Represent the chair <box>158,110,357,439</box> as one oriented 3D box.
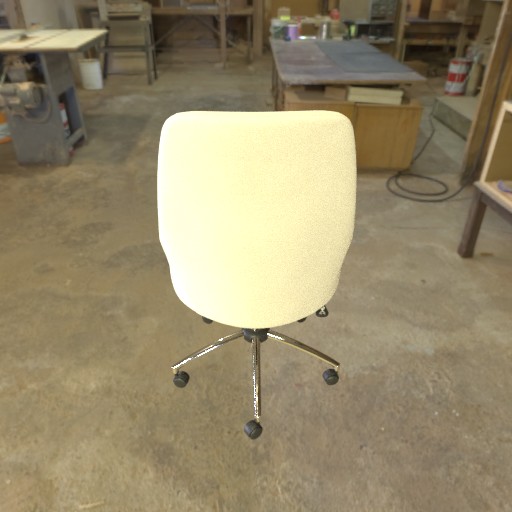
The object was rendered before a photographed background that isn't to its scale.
[{"bbox_3d":[0.000,0.000,1.456,0.620,1.049,0.640,-1,32,-1],"label":"chair"}]
